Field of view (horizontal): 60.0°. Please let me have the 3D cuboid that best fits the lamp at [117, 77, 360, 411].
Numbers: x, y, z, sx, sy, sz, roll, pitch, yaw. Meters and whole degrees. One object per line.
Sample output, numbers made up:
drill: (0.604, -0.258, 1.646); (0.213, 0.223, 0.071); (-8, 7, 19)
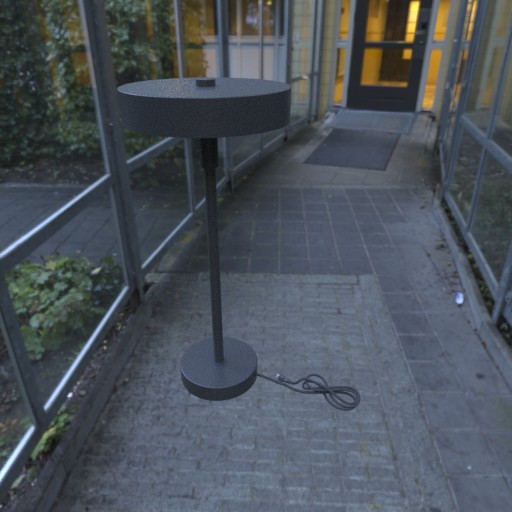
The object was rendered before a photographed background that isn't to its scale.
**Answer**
lamp: (0.000, 0.000, 0.686); (0.369, 0.508, 0.229); (8, 28, 15)
